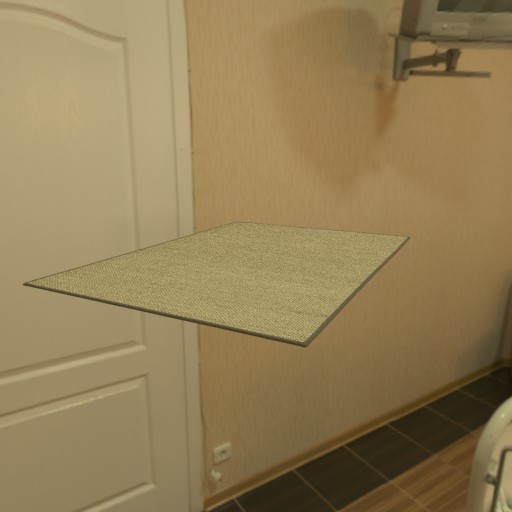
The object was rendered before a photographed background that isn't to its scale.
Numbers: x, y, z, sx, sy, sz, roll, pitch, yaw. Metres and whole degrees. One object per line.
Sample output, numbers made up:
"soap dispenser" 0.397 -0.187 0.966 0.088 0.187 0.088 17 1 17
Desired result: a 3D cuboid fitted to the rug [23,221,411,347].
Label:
"rug" 0.000 0.000 2.777 1.523 0.012 2.133 7 16 27
